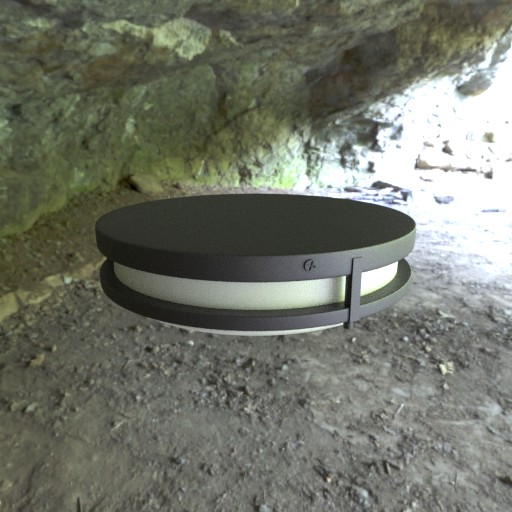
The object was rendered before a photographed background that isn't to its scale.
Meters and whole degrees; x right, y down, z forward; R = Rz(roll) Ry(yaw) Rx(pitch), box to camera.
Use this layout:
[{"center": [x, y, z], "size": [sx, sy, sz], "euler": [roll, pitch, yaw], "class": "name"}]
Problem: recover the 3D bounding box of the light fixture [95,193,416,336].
[{"center": [0.000, 0.000, 0.530], "size": [0.356, 0.102, 0.356], "euler": [0, 16, 0], "class": "light fixture"}]
